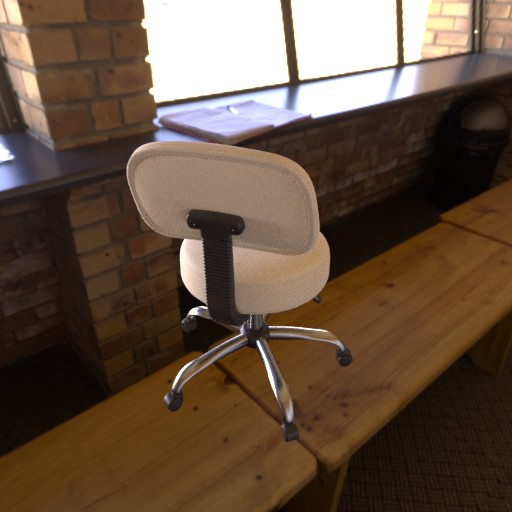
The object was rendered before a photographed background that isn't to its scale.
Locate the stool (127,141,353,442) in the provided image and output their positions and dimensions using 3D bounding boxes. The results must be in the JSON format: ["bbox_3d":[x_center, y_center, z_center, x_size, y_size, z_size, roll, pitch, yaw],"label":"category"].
[{"bbox_3d":[0.000,0.000,1.257,0.609,0.810,0.616,9,32,15],"label":"stool"}]
